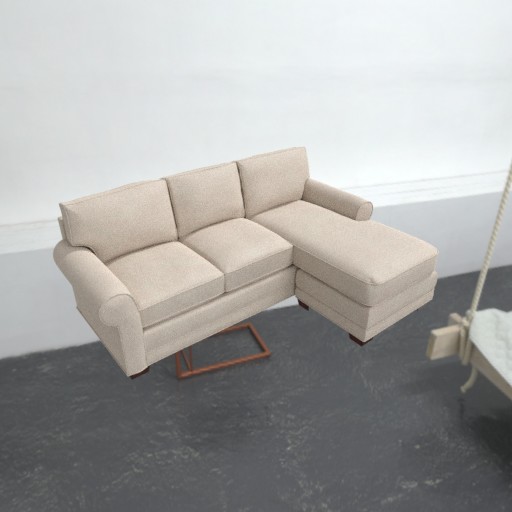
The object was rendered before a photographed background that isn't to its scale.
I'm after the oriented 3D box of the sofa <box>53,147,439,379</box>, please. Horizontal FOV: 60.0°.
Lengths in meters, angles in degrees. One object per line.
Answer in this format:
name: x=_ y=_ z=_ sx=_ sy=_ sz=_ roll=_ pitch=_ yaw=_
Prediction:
sofa: x=0.000 y=0.000 z=2.378 sx=1.770 sy=0.734 sz=1.226 roll=-21 pitch=36 yaw=-33
